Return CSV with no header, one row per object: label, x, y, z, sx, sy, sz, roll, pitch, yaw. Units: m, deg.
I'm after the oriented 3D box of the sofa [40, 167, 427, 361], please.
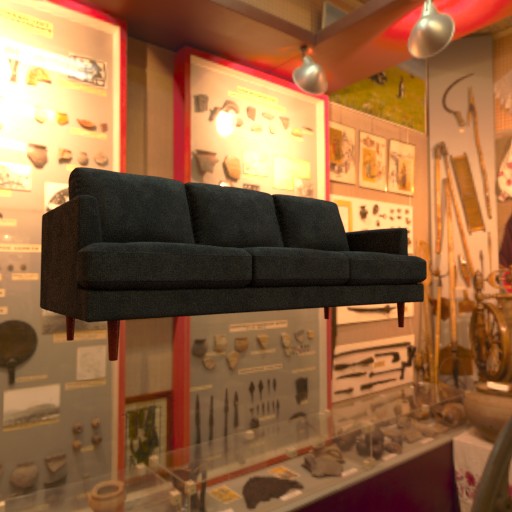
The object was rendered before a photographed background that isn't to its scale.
sofa,0.000,0.000,2.679,2.246,0.930,0.903,2,-3,-36
